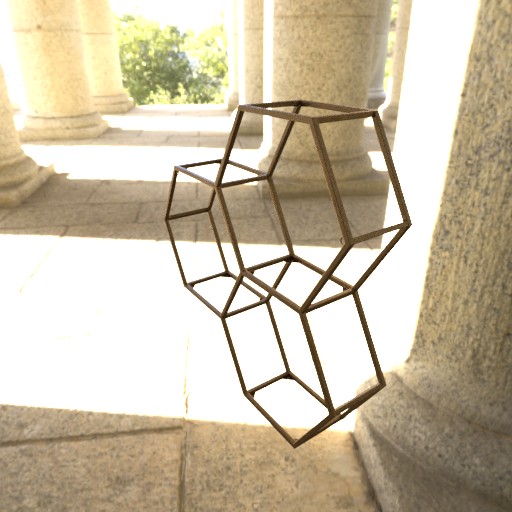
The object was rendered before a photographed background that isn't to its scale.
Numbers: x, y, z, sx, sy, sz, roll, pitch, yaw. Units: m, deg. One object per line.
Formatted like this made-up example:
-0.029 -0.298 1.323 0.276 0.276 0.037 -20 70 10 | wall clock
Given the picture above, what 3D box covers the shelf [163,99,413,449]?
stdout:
0.000 0.000 1.048 0.150 0.701 0.708 -17 30 -31 | shelf
